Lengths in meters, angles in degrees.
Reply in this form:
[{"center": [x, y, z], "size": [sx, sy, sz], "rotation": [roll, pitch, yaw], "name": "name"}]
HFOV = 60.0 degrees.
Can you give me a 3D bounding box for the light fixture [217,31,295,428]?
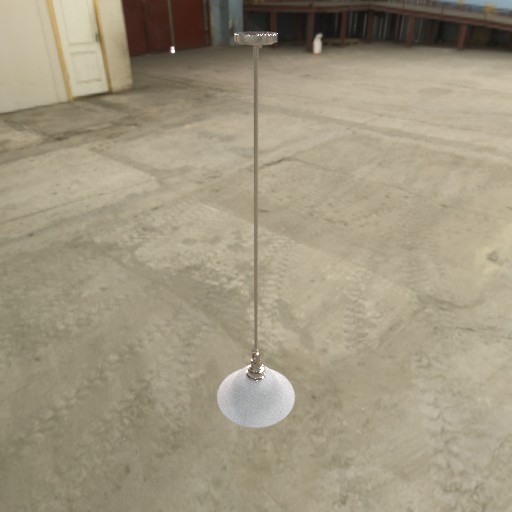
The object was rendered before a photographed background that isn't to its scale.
[{"center": [0.000, 0.000, 1.504], "size": [0.324, 1.354, 0.324], "rotation": [-9, 32, -15], "name": "light fixture"}]
